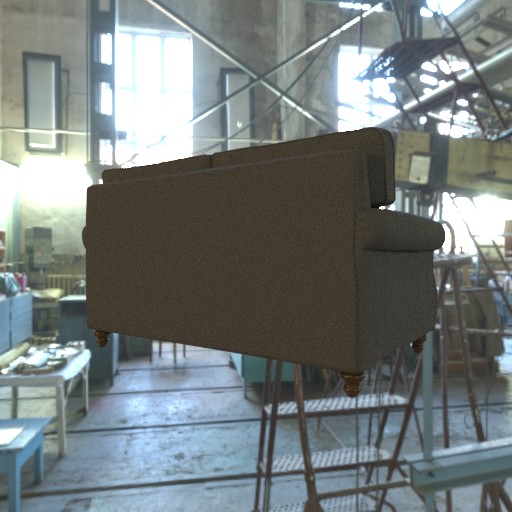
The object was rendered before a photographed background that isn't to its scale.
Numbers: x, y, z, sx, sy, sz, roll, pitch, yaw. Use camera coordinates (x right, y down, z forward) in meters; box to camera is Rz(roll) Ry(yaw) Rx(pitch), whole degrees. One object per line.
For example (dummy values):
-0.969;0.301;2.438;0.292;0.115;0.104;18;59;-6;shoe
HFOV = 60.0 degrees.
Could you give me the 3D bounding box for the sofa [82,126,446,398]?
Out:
0.000;0.000;2.213;1.665;0.937;0.964;0;1;35;sofa
